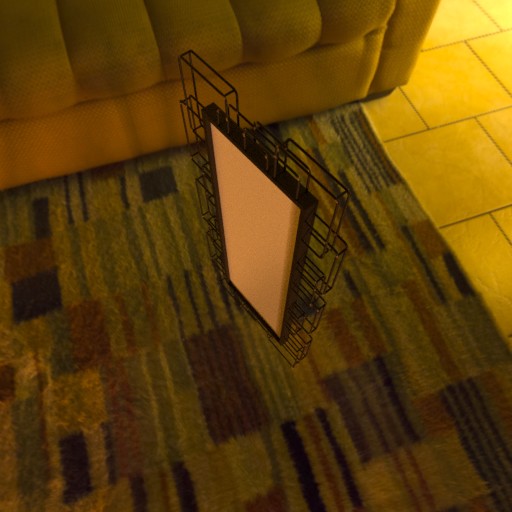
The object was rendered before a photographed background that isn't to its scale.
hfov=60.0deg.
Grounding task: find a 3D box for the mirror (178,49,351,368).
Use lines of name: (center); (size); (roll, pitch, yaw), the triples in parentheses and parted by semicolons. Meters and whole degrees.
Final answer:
mirror: (0.000, 0.000, 1.398); (0.037, 1.192, 0.565); (-36, 68, -17)
